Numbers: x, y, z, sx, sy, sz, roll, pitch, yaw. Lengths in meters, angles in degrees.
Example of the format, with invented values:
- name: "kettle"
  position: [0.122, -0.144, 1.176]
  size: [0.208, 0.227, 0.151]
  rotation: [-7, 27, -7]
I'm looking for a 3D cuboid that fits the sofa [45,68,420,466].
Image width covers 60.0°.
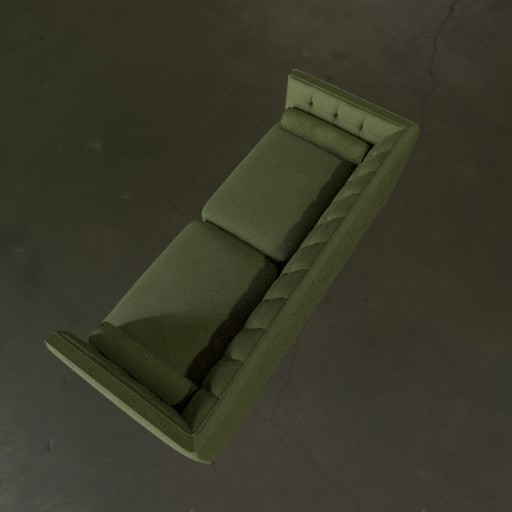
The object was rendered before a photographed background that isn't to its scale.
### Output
- name: "sofa"
  position: [0.000, 0.000, 2.527]
  size: [0.867, 0.789, 2.087]
  rotation: [31, 67, 15]
